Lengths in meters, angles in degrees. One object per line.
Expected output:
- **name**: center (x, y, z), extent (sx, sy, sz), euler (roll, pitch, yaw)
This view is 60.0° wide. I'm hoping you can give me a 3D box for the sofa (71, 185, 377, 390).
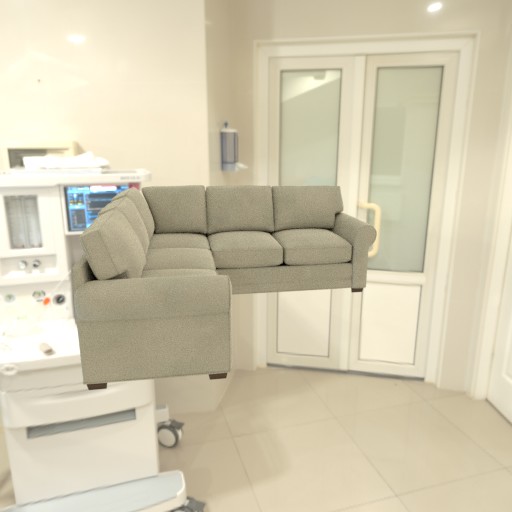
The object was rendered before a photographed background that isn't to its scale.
- **sofa**: center (0.000, 0.000, 3.921), extent (2.562, 1.053, 2.487), euler (-2, 15, -9)
